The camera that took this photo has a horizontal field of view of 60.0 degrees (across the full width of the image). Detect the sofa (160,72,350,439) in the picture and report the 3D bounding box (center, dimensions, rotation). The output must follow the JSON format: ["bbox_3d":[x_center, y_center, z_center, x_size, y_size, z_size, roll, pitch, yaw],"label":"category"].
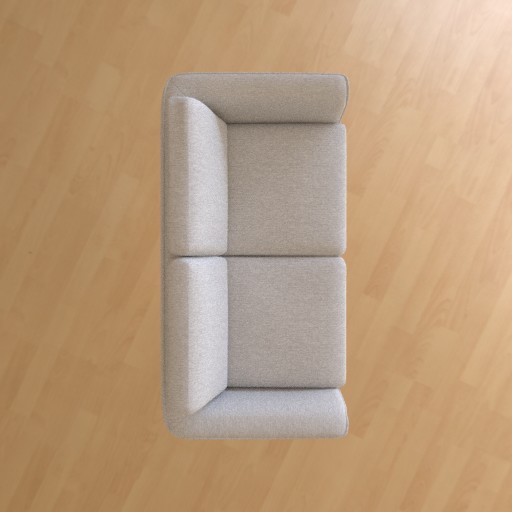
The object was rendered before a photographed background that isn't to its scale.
[{"bbox_3d":[0.000,0.000,2.228,0.920,0.850,1.700,0,91,0],"label":"sofa"}]
